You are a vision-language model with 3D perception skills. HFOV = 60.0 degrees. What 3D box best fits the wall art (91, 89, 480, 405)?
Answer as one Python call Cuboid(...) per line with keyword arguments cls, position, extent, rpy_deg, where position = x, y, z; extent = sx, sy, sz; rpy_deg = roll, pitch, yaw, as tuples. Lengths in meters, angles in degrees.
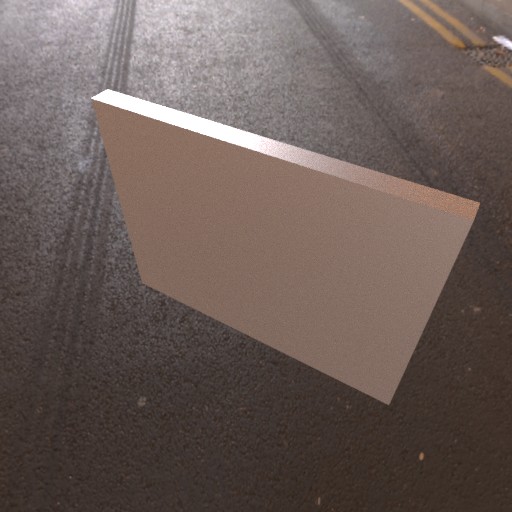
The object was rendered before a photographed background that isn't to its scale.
Cuboid(cls="wall art", position=(0.000, 0.000, 1.386), extent=(1.056, 0.801, 0.066), rpy_deg=(23, 50, 21))
